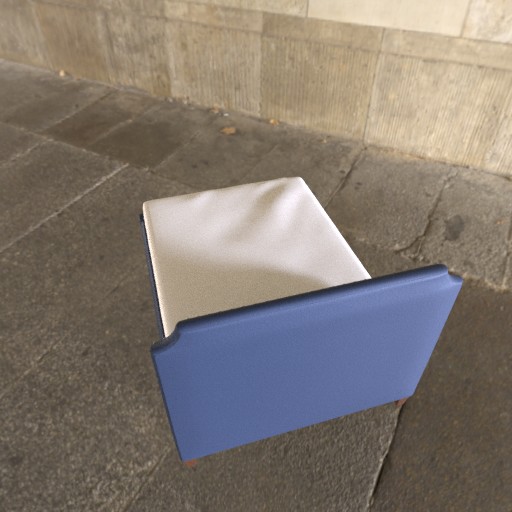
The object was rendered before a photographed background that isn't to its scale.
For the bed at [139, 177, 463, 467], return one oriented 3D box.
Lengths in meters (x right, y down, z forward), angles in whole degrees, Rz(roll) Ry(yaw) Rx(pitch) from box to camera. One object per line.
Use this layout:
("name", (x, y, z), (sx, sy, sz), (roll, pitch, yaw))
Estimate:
("bed", (0.000, 0.000, 3.465), (1.712, 1.443, 2.372), (-11, 43, -12))
